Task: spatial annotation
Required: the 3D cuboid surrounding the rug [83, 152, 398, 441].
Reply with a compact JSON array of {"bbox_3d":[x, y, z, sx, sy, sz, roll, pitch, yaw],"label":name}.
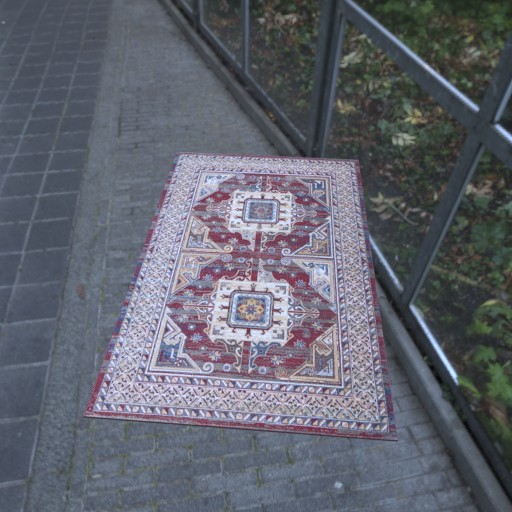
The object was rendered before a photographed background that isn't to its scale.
[{"bbox_3d":[0.000,0.000,5.820,3.033,0.033,4.578,3,47,3],"label":"rug"}]
